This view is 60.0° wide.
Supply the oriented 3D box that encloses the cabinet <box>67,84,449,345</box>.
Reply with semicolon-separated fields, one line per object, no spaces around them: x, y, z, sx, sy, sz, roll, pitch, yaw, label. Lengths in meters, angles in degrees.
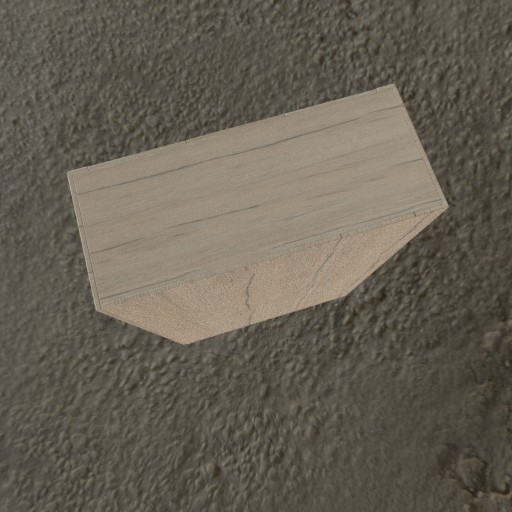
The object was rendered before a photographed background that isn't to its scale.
0.000;0.000;2.747;1.400;2.070;0.580;-16;76;-4;cabinet
